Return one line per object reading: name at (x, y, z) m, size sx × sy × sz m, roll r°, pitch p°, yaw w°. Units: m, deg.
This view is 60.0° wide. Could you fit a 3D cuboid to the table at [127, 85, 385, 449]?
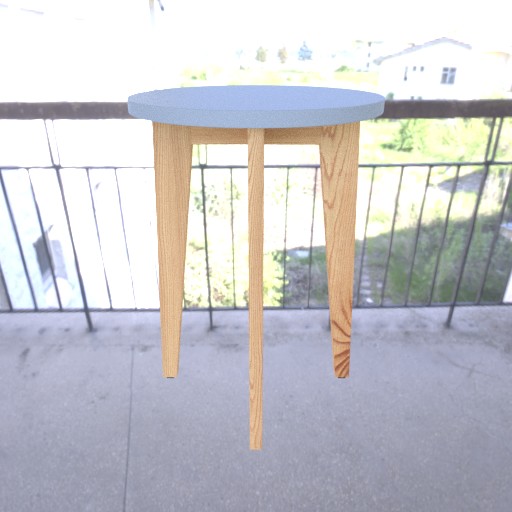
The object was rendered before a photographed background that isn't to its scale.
table at (0.000, 0.000, 0.728) m, size 0.350 × 0.500 × 0.350 m, roll 0°, pitch 25°, yaw 0°
